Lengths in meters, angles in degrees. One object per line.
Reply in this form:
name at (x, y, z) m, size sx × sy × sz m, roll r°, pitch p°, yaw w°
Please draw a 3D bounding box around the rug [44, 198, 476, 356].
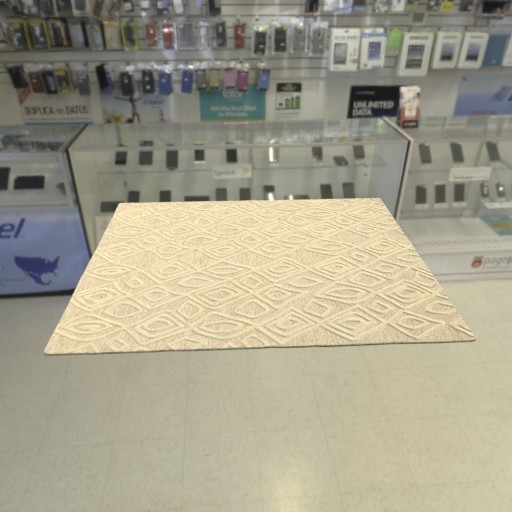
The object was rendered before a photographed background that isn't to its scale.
rug at (0.000, 0.000, 4.130) m, size 3.049 × 0.025 × 2.449 m, roll -1°, pitch 32°, yaw -2°
